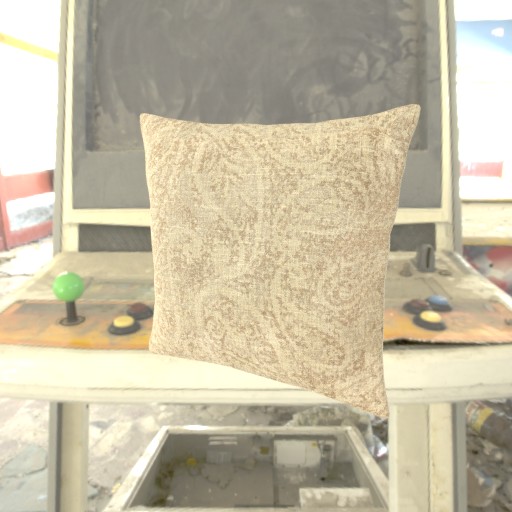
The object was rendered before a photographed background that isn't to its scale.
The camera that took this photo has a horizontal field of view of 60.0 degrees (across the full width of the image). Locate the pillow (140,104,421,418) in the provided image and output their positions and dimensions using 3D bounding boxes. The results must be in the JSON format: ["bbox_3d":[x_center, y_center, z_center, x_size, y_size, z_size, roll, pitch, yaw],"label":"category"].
[{"bbox_3d":[0.000,0.000,0.810,0.523,0.510,0.166,7,17,26],"label":"pillow"}]
